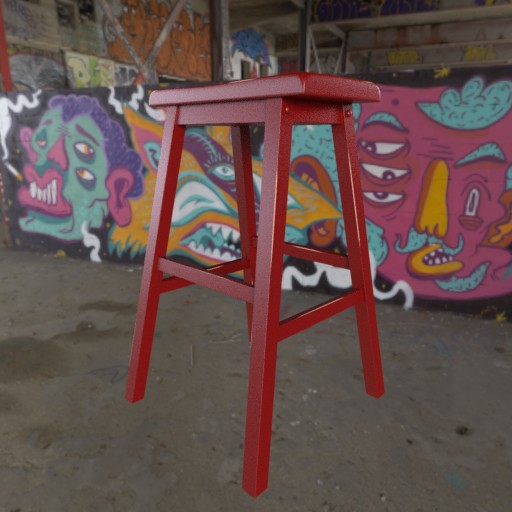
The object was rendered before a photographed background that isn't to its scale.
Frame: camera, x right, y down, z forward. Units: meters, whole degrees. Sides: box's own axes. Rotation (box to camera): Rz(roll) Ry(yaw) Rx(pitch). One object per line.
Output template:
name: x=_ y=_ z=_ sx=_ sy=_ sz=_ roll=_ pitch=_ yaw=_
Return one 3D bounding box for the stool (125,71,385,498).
stool: x=0.000 y=0.000 z=1.027 sx=0.457 sy=0.737 sz=0.476 roll=14 pitch=21 yaw=42
